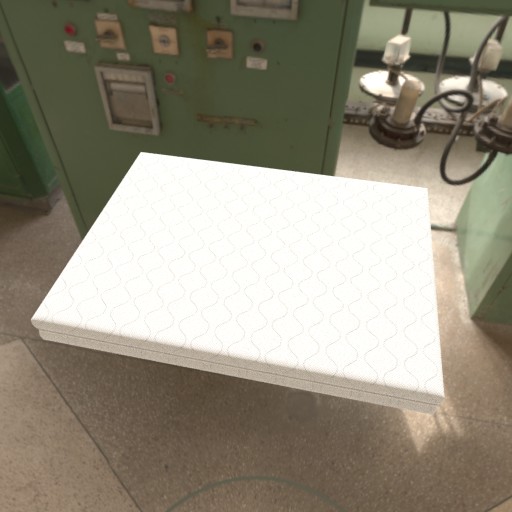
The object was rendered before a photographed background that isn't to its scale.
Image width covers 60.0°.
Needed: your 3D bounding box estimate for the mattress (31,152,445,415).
[{"bbox_3d":[0.000,0.000,2.489,1.900,0.200,1.400,9,48,8],"label":"mattress"}]
